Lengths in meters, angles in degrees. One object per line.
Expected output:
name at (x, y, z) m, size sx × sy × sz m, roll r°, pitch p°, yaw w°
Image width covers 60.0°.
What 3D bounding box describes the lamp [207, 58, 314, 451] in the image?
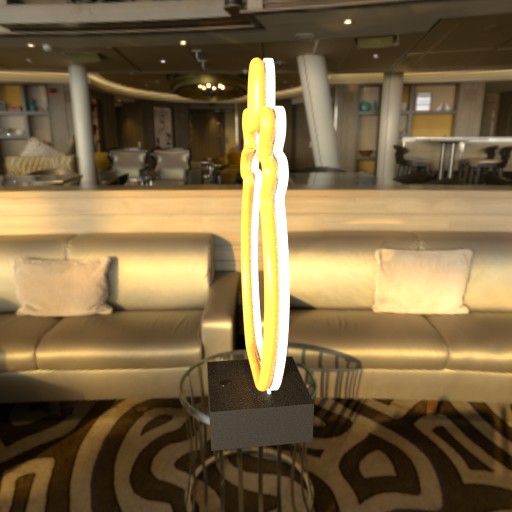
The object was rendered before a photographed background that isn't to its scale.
lamp at (0.000, 0.000, 0.384) m, size 0.088 × 0.317 × 0.167 m, roll -2°, pitch 15°, yaw -8°
